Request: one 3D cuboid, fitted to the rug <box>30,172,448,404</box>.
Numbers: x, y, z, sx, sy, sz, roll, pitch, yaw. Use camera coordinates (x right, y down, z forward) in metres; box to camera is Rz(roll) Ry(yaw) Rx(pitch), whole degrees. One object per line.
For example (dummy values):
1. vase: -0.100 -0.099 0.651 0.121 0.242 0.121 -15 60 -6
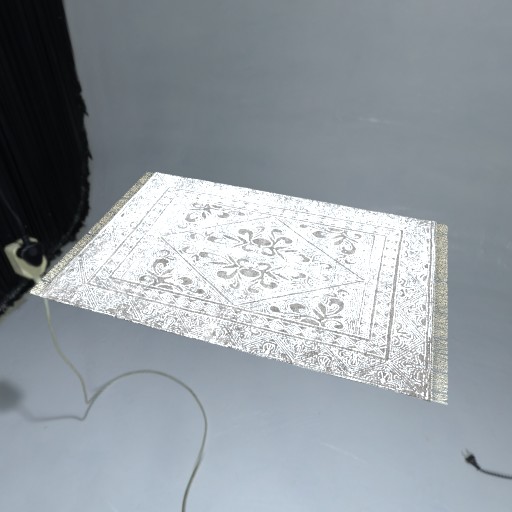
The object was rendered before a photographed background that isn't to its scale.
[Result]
1. rug: 0.000 0.000 2.969 2.440 0.010 1.529 12 43 13
